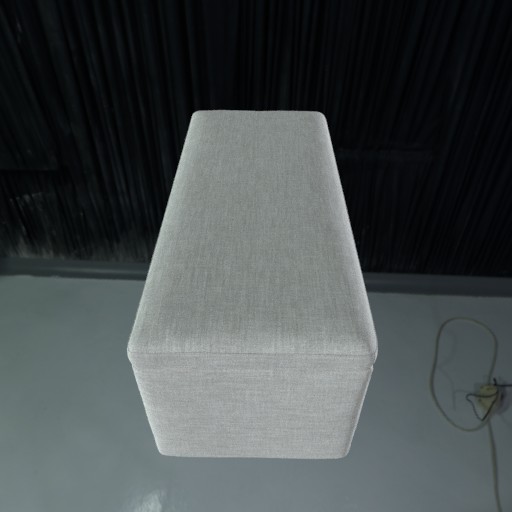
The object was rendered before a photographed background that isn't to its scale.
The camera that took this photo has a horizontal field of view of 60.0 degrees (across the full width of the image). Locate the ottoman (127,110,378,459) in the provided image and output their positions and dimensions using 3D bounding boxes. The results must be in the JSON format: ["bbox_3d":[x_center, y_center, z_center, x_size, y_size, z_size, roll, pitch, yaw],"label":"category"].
[{"bbox_3d":[0.000,0.000,1.139,0.419,0.432,0.902,1,42,1],"label":"ottoman"}]
